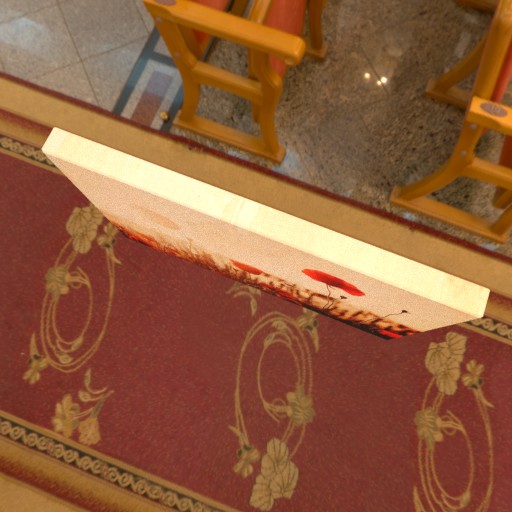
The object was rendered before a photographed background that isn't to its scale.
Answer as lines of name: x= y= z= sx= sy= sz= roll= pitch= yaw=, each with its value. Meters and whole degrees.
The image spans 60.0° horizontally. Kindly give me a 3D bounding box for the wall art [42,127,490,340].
wall art: x=0.000 y=0.000 z=0.771 sx=0.613 sy=0.402 sz=0.040 roll=21 pitch=76 yaw=5
